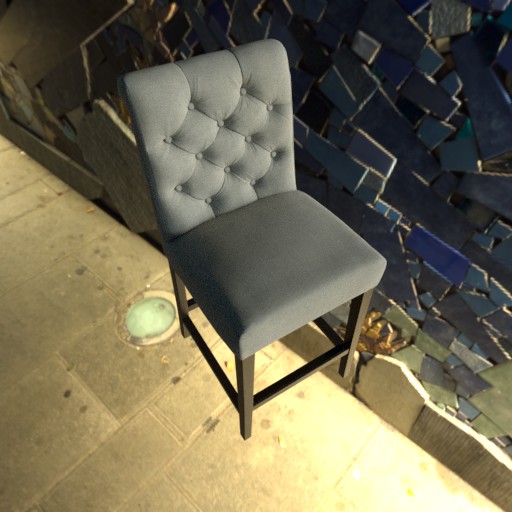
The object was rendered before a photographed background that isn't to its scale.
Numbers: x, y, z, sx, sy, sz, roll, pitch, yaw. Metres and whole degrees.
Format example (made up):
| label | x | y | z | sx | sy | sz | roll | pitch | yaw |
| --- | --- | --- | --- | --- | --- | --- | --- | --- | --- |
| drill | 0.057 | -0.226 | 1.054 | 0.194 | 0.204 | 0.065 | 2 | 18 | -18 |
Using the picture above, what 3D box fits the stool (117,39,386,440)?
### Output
| label | x | y | z | sx | sy | sz | roll | pitch | yaw |
| --- | --- | --- | --- | --- | --- | --- | --- | --- | --- |
| stool | 0.000 | 0.000 | 1.361 | 0.493 | 1.040 | 0.601 | -25 | 51 | -22 |
